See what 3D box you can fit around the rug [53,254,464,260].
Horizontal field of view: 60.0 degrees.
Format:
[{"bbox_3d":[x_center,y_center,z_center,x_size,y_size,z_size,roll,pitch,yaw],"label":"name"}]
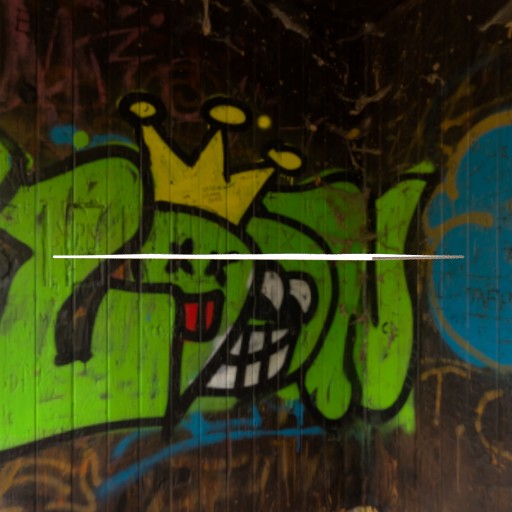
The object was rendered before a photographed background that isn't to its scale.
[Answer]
[{"bbox_3d":[0.000,0.000,3.194,2.438,0.026,1.706,0,0,37],"label":"rug"}]
